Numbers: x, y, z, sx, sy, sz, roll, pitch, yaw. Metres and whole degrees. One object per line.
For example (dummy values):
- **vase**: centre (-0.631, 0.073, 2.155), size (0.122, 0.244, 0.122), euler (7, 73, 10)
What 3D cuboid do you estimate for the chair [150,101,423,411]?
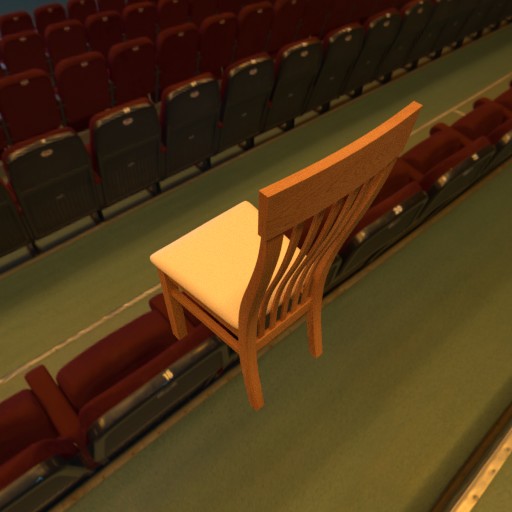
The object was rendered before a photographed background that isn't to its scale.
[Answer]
- **chair**: centre (0.000, 0.000, 1.355), size (0.450, 1.050, 0.580), euler (-34, 55, -27)
